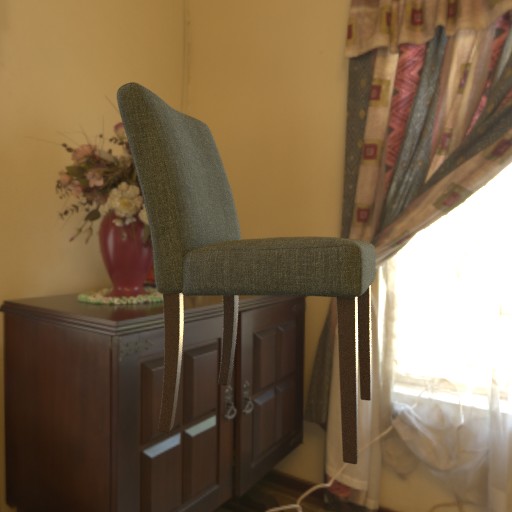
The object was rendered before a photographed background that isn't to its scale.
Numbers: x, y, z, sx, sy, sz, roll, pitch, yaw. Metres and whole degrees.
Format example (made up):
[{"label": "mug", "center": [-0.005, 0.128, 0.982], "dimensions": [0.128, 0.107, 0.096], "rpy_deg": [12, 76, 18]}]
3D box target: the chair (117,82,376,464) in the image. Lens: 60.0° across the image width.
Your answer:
[{"label": "chair", "center": [0.000, 0.000, 1.242], "dimensions": [0.629, 0.884, 0.487], "rpy_deg": [1, 2, 18]}]
